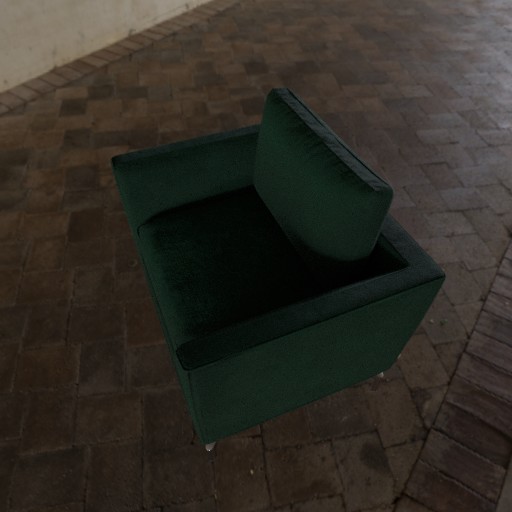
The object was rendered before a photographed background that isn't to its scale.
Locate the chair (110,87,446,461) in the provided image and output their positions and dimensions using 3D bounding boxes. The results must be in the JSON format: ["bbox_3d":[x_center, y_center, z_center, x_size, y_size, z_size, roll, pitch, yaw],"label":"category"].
[{"bbox_3d":[0.000,0.000,1.747,0.852,0.997,1.047,-17,49,-15],"label":"chair"}]
